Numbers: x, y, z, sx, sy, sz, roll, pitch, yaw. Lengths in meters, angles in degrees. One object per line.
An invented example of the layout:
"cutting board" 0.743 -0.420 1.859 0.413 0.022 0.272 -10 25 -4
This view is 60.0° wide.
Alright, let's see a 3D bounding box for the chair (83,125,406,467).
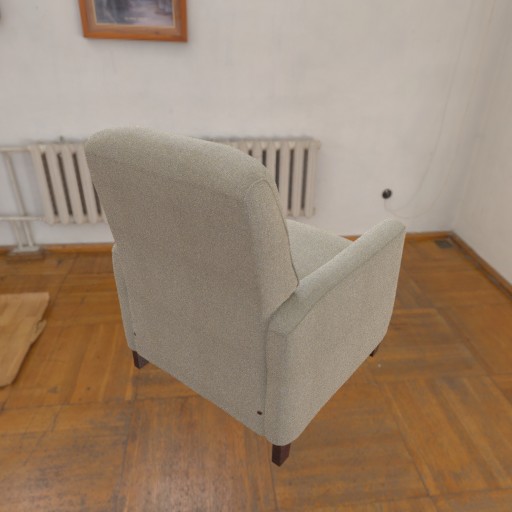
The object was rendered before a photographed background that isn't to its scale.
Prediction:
"chair" 0.000 0.000 1.621 0.850 1.006 0.853 21 35 33
